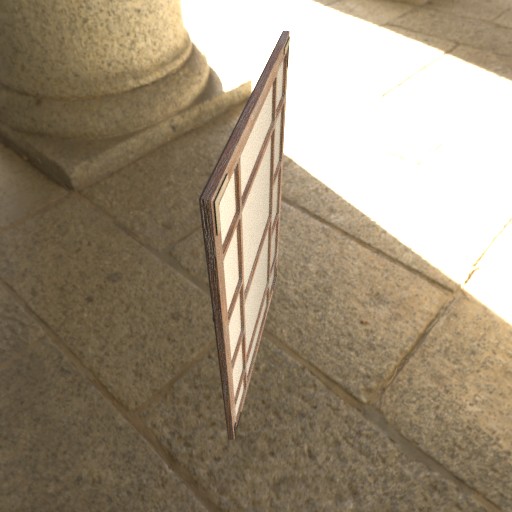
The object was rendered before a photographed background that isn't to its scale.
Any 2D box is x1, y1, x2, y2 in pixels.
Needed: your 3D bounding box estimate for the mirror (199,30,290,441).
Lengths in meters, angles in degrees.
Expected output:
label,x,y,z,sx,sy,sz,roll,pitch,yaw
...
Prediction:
label,x,y,z,sx,sy,sz,roll,pitch,yaw
mirror,0.000,0.000,1.289,0.025,0.996,0.705,10,48,9
